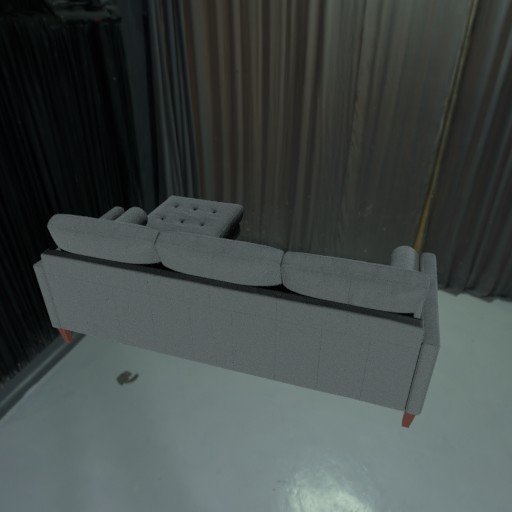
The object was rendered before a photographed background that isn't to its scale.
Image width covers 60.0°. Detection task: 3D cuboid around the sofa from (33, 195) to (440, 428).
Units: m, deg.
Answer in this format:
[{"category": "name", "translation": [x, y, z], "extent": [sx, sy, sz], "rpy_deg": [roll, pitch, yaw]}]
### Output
[{"category": "sofa", "translation": [0.000, 0.000, 2.903], "extent": [2.178, 0.876, 1.506], "rpy_deg": [9, 32, 15]}]
